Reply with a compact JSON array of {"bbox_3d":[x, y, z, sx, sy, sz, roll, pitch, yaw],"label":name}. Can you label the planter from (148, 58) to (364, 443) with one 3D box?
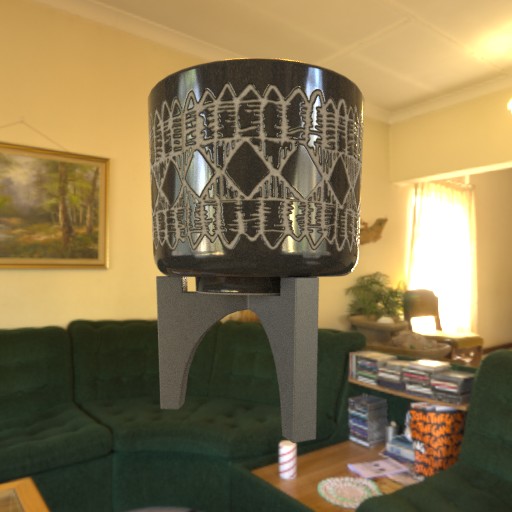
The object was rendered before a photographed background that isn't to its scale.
[{"bbox_3d":[0.000,0.000,0.521,0.251,0.355,0.251,-1,-2,35],"label":"planter"}]
